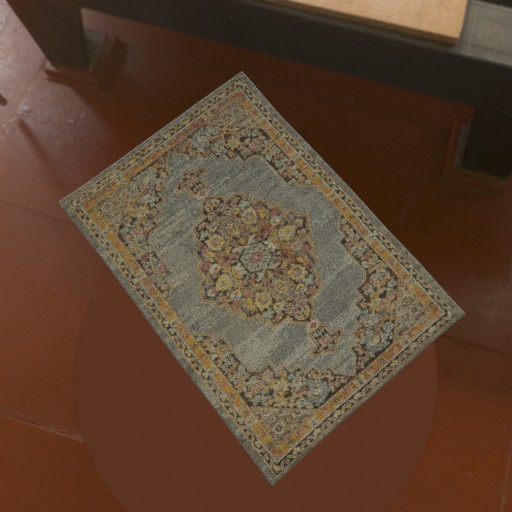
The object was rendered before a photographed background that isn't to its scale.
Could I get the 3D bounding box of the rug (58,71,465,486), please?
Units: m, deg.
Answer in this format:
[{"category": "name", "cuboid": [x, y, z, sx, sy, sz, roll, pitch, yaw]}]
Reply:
[{"category": "rug", "cuboid": [0.000, 0.000, 3.915, 2.158, 0.024, 3.063, -38, 80, -8]}]
